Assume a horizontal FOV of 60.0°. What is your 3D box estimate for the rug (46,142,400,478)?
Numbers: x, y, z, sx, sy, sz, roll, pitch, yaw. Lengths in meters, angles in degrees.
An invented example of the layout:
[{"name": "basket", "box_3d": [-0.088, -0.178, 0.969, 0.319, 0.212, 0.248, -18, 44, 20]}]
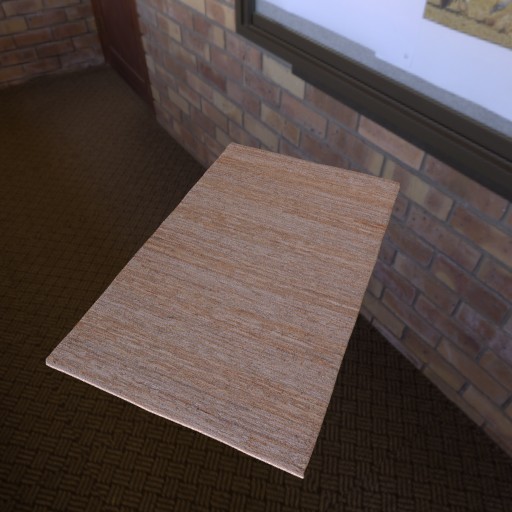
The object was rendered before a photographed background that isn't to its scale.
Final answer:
[{"name": "rug", "box_3d": [0.000, 0.000, 3.026, 1.529, 0.009, 2.446, 17, 49, 16]}]
